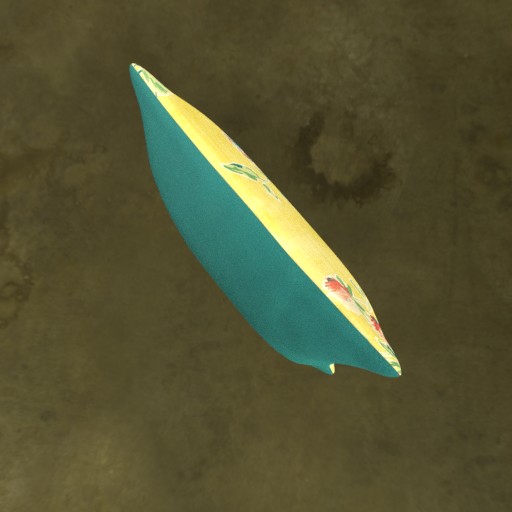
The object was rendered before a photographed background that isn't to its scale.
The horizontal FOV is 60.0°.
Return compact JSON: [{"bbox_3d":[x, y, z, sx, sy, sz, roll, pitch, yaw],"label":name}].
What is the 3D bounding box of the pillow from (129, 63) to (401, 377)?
[{"bbox_3d":[0.000,0.000,0.788,0.166,0.508,0.525,-38,78,-9],"label":"pillow"}]
